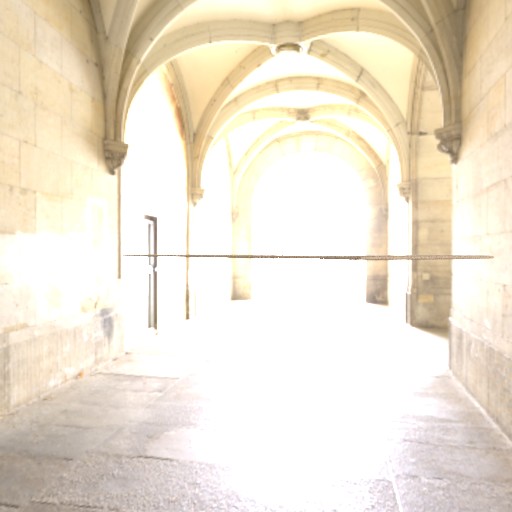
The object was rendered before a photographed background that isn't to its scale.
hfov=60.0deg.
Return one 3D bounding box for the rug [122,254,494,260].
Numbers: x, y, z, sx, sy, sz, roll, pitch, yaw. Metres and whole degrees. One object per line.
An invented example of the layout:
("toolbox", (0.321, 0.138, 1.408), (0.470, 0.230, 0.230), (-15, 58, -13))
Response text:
("rug", (0.000, 0.000, 2.711), (0.855, 0.017, 2.452), (0, 0, -35))
